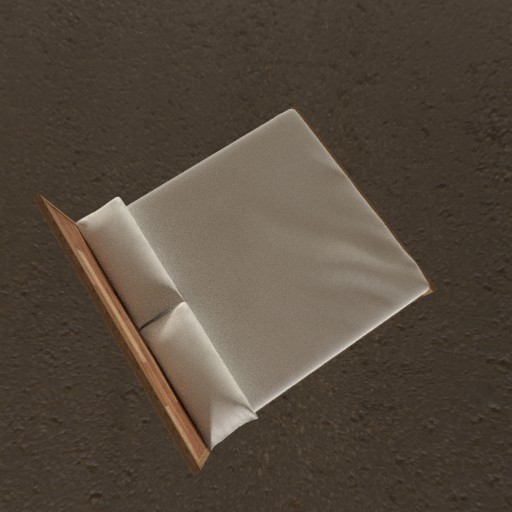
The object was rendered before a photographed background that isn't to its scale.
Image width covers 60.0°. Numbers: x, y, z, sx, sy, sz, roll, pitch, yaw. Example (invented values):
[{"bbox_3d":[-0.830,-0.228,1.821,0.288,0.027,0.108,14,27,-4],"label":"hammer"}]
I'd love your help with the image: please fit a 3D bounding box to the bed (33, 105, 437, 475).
[{"bbox_3d":[0.000,0.000,3.486,2.184,1.295,2.013,-33,78,-8],"label":"bed"}]
